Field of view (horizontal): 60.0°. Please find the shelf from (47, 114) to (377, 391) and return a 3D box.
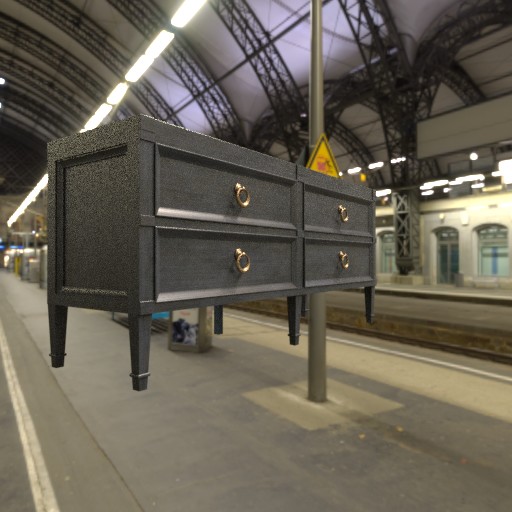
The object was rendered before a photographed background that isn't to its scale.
[{"bbox_3d":[0.000,0.000,1.896,0.479,0.719,1.575,0,0,37],"label":"shelf"}]
